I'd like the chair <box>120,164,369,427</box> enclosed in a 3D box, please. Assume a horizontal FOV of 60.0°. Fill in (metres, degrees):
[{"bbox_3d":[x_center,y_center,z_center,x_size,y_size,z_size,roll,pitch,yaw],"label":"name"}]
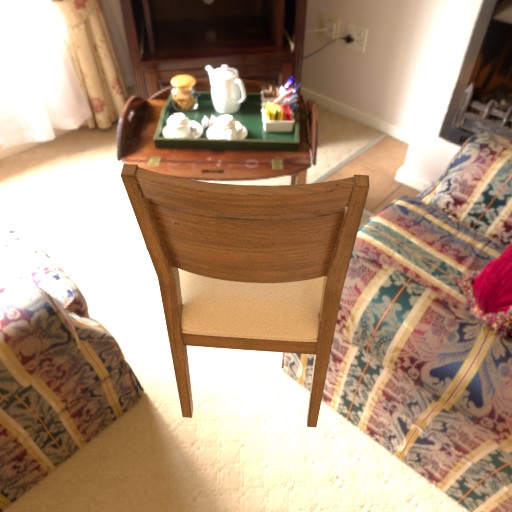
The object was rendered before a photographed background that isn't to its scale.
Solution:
[{"bbox_3d":[0.000,0.000,1.273,0.497,0.939,0.610,3,46,3],"label":"chair"}]
